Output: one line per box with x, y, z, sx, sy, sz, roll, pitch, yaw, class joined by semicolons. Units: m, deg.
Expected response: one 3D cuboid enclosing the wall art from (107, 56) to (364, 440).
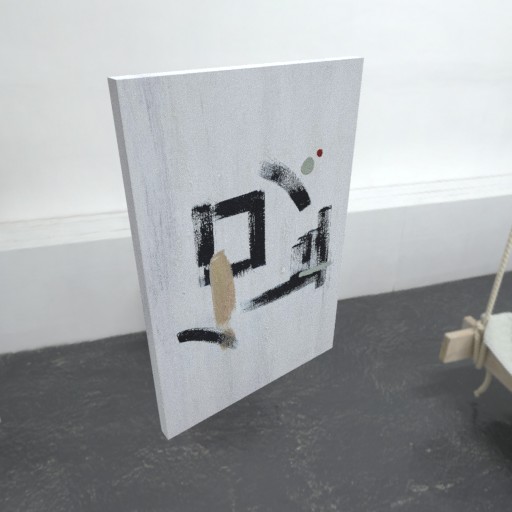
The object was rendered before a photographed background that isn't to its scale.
0.000;0.000;1.151;0.624;0.914;0.043;-20;35;-31;wall art
